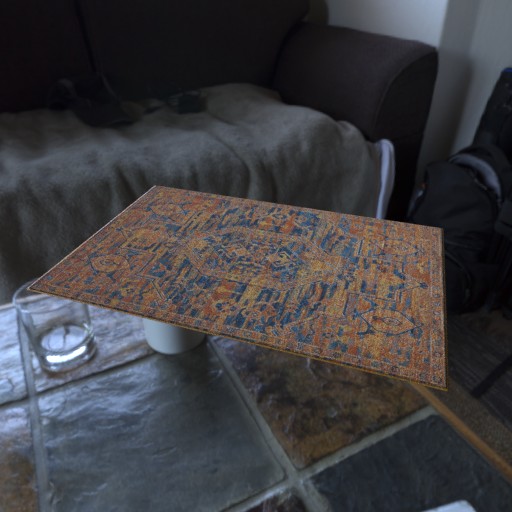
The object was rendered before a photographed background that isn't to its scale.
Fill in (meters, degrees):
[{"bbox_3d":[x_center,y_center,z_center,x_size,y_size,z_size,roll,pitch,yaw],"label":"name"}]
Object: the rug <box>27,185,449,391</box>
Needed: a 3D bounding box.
[{"bbox_3d":[0.000,0.000,2.179,1.758,0.013,1.148,10,35,15],"label":"rug"}]
